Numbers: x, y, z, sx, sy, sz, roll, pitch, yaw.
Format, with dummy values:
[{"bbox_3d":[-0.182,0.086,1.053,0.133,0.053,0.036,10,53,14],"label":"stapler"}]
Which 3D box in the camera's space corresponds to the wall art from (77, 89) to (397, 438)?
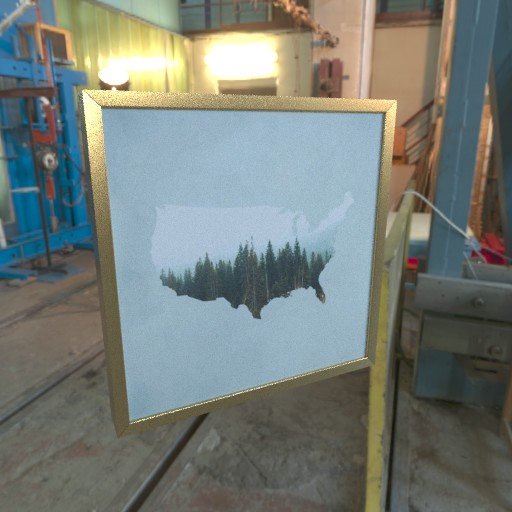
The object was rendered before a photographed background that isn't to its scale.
[{"bbox_3d":[0.000,0.000,0.450,0.304,0.304,0.038,-8,18,-25],"label":"wall art"}]
